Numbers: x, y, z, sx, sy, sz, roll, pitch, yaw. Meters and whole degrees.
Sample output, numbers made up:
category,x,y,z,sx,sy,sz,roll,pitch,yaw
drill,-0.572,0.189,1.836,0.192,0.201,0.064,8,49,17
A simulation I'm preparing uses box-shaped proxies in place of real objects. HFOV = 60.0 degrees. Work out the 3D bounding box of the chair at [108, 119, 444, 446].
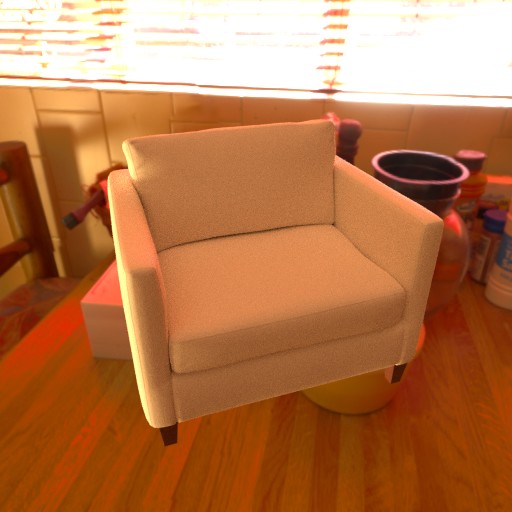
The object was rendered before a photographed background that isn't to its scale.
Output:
category,x,y,z,sx,sy,sz,roll,pitch,yaw
chair,0.000,0.000,1.717,1.019,0.885,0.878,-9,31,-16
